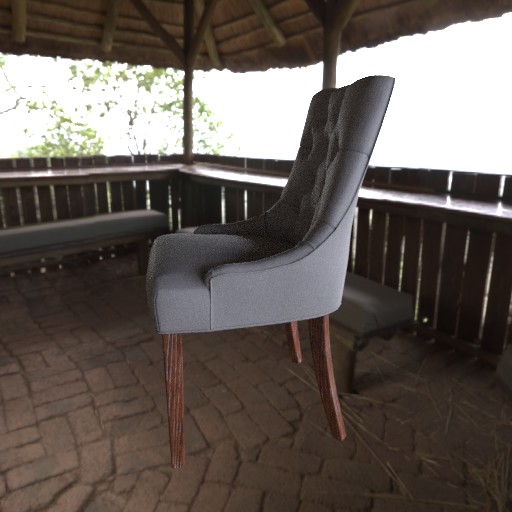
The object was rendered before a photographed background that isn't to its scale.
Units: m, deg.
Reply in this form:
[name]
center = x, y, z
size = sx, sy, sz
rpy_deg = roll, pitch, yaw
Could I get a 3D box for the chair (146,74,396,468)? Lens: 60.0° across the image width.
[chair]
center = 0.000, 0.000, 1.182
size = 0.565, 0.874, 0.509
rpy_deg = -3, 15, -10
